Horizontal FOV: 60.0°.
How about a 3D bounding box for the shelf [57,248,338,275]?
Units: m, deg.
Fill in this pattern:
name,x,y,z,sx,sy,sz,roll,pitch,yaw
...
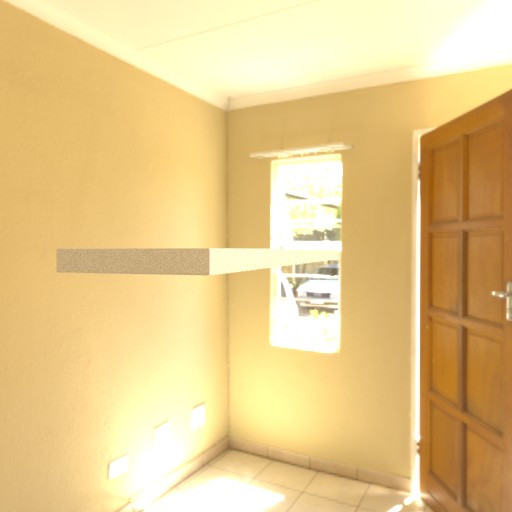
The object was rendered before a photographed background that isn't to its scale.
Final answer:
name,x,y,z,sx,sy,sz,roll,pitch,yaw
shelf,0.000,0.000,0.633,0.140,0.020,0.610,0,1,19
